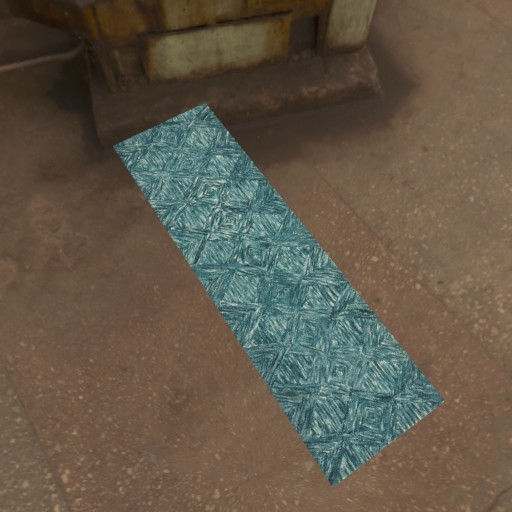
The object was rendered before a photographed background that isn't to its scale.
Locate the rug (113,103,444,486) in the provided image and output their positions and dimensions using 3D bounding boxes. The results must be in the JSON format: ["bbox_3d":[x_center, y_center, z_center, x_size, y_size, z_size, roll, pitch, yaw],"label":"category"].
[{"bbox_3d":[0.000,0.000,2.468,0.676,0.016,2.286,-30,68,-14],"label":"rug"}]
